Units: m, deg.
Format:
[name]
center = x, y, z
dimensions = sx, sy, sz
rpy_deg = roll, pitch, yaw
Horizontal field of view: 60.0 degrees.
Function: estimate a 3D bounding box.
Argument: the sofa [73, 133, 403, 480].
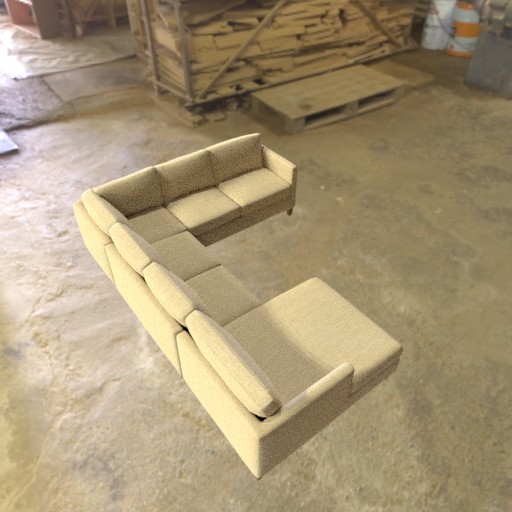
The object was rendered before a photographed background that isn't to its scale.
[sofa]
center = 0.000, 0.000, 4.654
dimensions = 2.594, 0.961, 3.460
rpy_deg = -26, 48, -27
